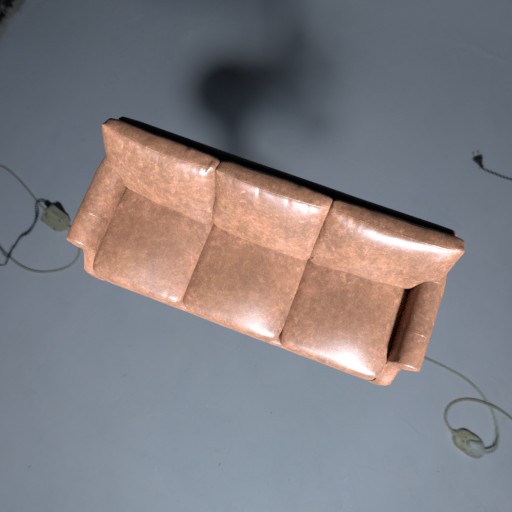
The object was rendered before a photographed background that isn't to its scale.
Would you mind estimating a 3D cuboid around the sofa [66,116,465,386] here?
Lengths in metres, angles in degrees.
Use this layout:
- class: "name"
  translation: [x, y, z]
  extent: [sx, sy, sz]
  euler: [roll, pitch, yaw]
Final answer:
- class: "sofa"
  translation: [0.000, 0.000, 2.890]
  extent: [2.351, 0.977, 0.973]
  euler: [20, 77, 5]
